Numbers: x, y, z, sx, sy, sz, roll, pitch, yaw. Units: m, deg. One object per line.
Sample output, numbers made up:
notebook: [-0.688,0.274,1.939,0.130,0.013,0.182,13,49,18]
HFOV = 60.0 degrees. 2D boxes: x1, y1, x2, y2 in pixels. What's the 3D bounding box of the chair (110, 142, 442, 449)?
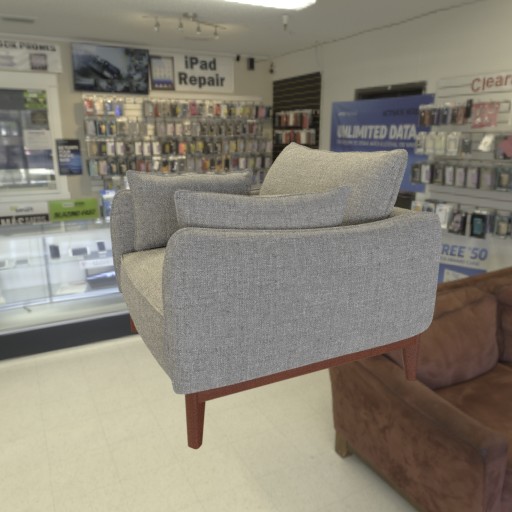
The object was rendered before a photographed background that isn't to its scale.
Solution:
chair: [0.000,0.000,1.726,0.976,0.839,0.993,-7,17,-25]
